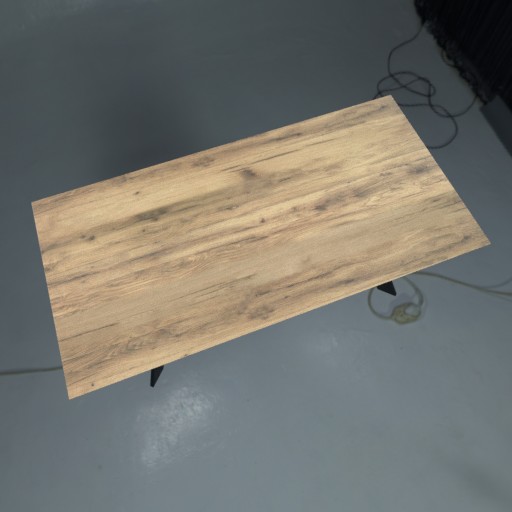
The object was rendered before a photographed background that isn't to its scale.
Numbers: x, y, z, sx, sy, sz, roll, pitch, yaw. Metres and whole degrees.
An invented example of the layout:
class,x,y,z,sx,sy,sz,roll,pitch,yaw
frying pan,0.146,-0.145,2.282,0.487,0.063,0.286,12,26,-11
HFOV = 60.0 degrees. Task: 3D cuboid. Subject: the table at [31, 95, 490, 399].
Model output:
class,x,y,z,sx,sy,sz,roll,pitch,yaw
table,0.000,0.000,2.495,2.000,0.770,1.000,-19,66,-9
